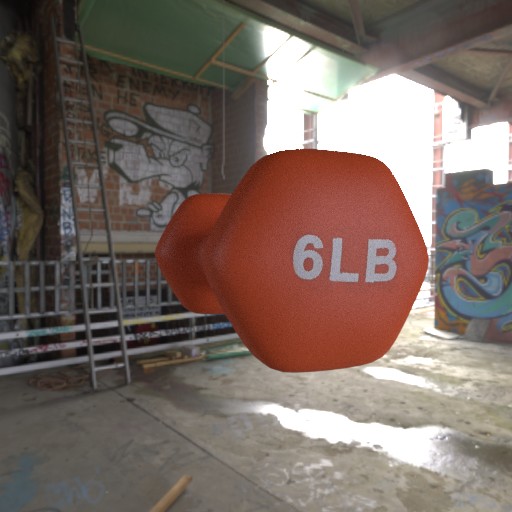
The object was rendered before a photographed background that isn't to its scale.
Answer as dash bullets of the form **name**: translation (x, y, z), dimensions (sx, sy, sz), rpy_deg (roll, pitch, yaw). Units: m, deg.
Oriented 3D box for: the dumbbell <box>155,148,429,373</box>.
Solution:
- **dumbbell**: translation (0.000, 0.000, 0.208), dimensions (0.079, 0.071, 0.162), rpy_deg (0, 1, -19)
